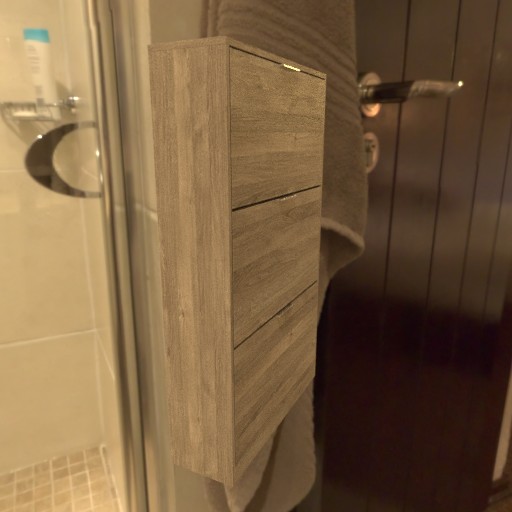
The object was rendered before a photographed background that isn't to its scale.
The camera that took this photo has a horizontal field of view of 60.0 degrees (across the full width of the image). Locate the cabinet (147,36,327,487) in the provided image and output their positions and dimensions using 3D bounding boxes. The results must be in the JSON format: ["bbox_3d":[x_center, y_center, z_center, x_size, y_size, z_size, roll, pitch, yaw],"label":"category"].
[{"bbox_3d":[0.000,0.000,1.581,0.250,1.280,0.750,7,17,26],"label":"cabinet"}]
